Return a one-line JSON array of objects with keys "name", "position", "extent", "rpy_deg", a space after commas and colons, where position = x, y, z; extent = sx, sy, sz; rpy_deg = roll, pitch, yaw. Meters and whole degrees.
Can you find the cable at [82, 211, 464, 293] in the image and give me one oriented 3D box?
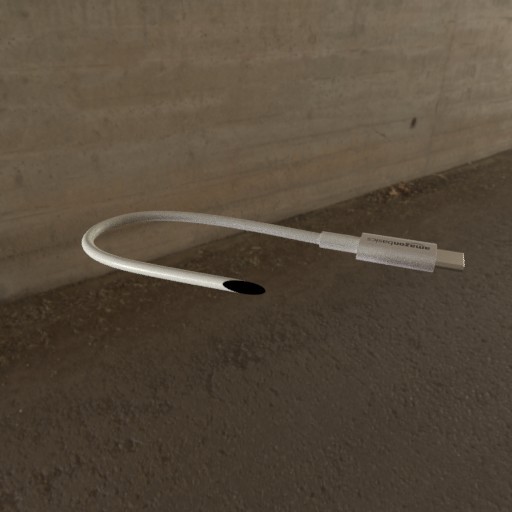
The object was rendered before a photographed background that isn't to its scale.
[{"name": "cable", "position": [0.000, 0.000, 0.113], "extent": [0.098, 0.005, 0.041], "rpy_deg": [10, 31, 18]}]
